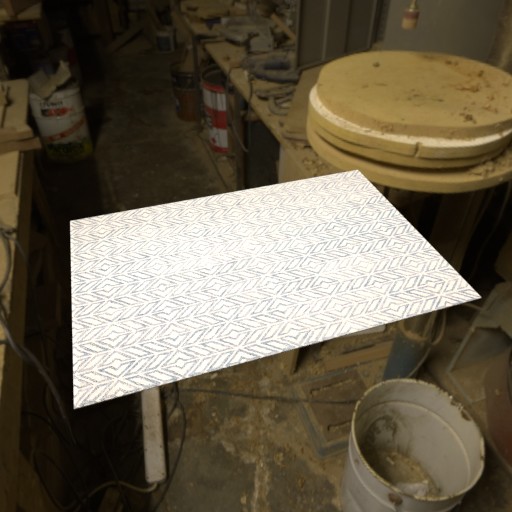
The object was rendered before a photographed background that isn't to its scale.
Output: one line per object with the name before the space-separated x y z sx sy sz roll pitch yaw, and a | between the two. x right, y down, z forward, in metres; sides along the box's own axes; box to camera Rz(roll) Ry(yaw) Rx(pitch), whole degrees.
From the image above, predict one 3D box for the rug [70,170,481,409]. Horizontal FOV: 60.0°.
rug | 0.000 0.000 2.299 1.824 0.008 1.220 -12 43 -13
